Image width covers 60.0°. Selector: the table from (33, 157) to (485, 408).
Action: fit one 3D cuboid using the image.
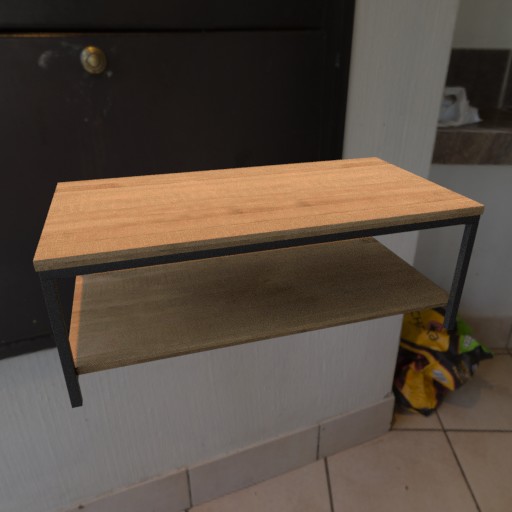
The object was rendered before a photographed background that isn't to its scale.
[{"bbox_3d":[0.000,0.000,1.353,1.100,0.399,0.551,-8,27,-15],"label":"table"}]
